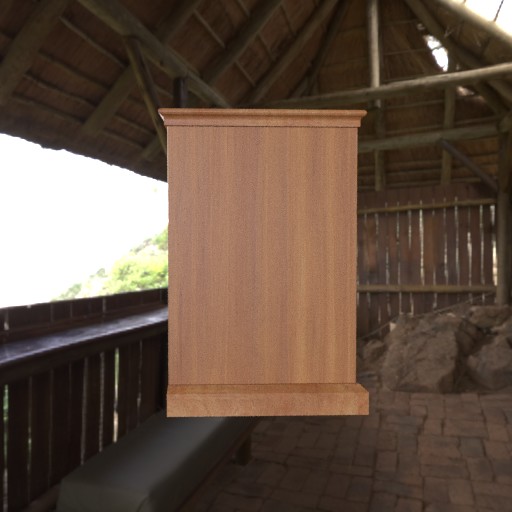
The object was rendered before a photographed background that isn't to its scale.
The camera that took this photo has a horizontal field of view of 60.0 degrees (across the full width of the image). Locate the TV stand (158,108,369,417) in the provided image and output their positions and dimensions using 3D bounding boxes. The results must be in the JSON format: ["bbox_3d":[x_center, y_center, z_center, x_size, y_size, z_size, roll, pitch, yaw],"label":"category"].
[{"bbox_3d":[0.000,0.000,1.465,0.417,0.607,1.181,0,1,-2],"label":"TV stand"}]
